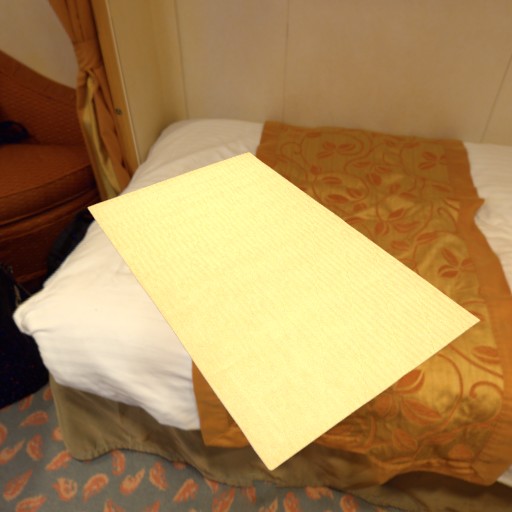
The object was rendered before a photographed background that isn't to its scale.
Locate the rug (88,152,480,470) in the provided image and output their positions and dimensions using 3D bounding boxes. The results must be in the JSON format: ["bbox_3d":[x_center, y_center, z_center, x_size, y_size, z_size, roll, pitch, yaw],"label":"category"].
[{"bbox_3d":[0.000,0.000,3.031,1.531,0.014,2.441,-25,48,-25],"label":"rug"}]
